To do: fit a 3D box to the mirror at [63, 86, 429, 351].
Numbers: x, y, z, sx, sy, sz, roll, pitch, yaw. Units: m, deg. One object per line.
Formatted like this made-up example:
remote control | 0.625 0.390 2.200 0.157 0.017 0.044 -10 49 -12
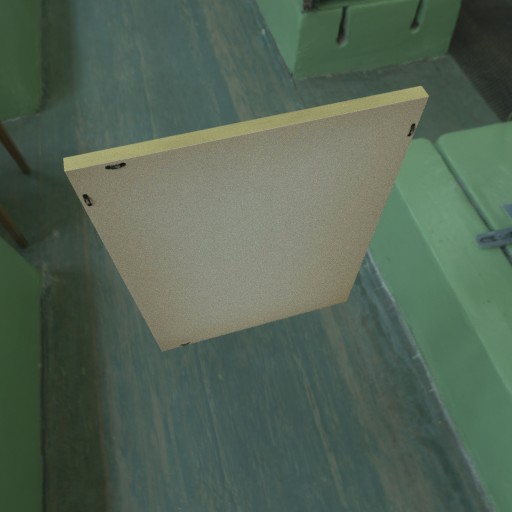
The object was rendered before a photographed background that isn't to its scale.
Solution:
mirror | 0.000 0.000 1.334 0.762 1.016 0.040 -14 60 -8
